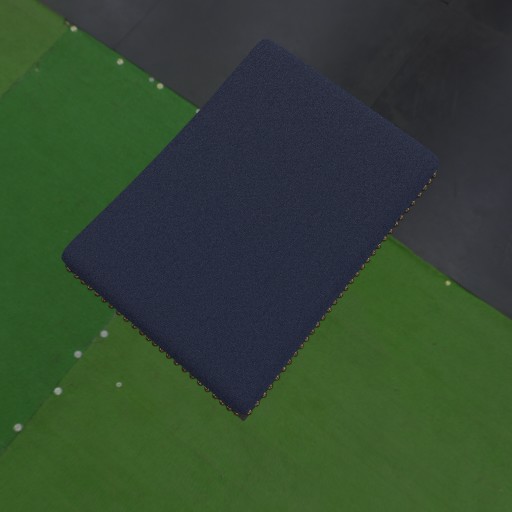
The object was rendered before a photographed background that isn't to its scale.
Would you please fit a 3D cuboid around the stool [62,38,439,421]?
[{"bbox_3d":[0.000,0.000,0.935,0.361,0.642,0.500,38,80,8],"label":"stool"}]
